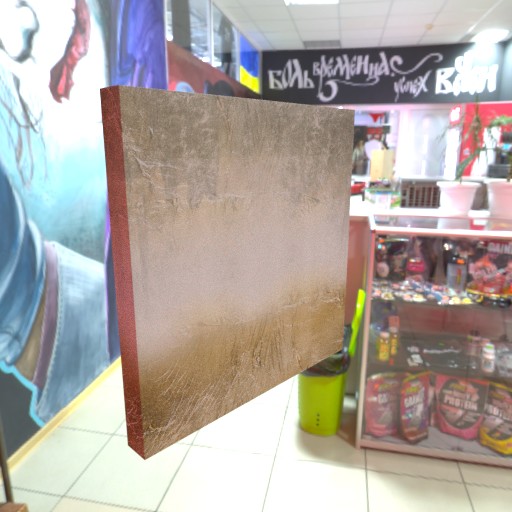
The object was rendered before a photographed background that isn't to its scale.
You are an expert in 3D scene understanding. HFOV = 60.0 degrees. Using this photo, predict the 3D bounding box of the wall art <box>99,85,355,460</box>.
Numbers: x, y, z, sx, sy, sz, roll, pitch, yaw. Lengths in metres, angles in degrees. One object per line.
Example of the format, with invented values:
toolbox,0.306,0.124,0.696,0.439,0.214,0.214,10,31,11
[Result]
wall art,0.000,0.000,0.615,0.038,0.407,0.405,13,19,43
